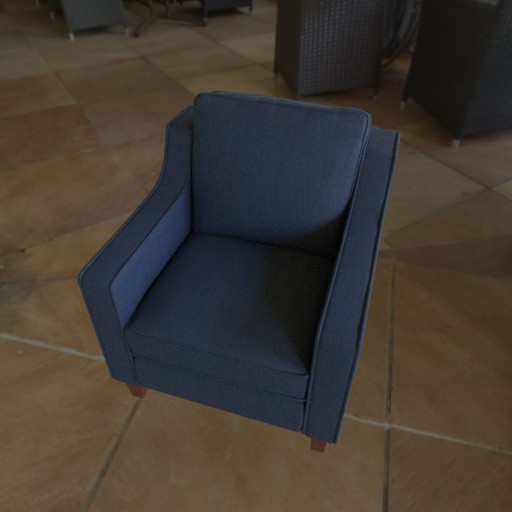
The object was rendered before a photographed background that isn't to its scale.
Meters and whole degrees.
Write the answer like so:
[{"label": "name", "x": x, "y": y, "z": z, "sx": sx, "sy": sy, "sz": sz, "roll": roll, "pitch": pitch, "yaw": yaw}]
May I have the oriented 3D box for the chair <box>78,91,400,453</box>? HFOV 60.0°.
[{"label": "chair", "x": 0.000, "y": 0.000, "z": 1.617, "sx": 0.831, "sy": 0.960, "sz": 0.909, "roll": 12, "pitch": 42, "yaw": 13}]
